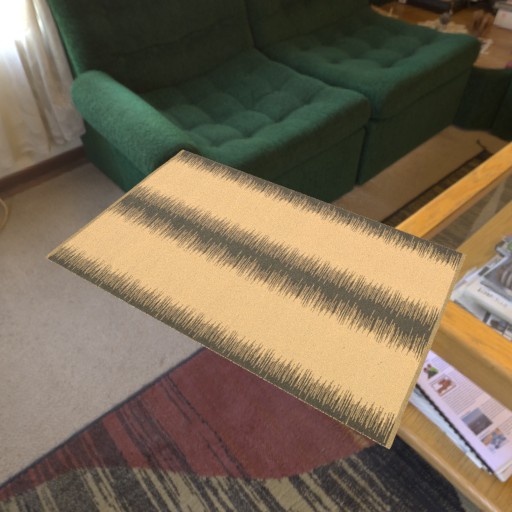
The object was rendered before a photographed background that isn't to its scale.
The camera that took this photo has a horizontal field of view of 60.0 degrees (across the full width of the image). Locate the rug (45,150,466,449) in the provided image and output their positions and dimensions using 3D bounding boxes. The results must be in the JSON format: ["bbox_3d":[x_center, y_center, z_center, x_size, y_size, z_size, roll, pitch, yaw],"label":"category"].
[{"bbox_3d":[0.000,0.000,3.023,2.453,0.003,1.519,24,51,21],"label":"rug"}]
